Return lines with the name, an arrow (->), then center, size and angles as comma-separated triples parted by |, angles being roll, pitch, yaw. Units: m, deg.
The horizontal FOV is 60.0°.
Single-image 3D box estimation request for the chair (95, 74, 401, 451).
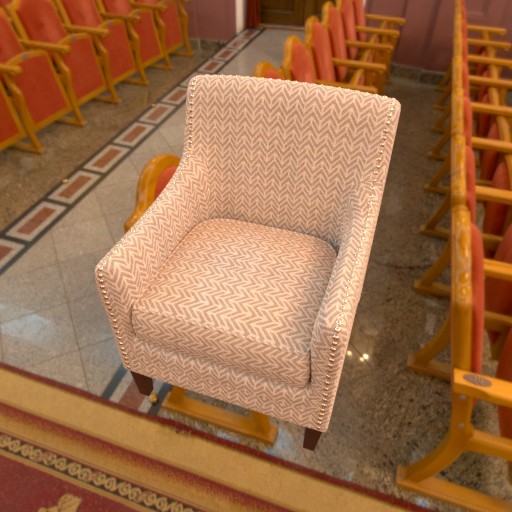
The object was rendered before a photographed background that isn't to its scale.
chair -> 0.000, 0.000, 1.296 | 0.623, 0.816, 0.651 | 13, 42, 15
